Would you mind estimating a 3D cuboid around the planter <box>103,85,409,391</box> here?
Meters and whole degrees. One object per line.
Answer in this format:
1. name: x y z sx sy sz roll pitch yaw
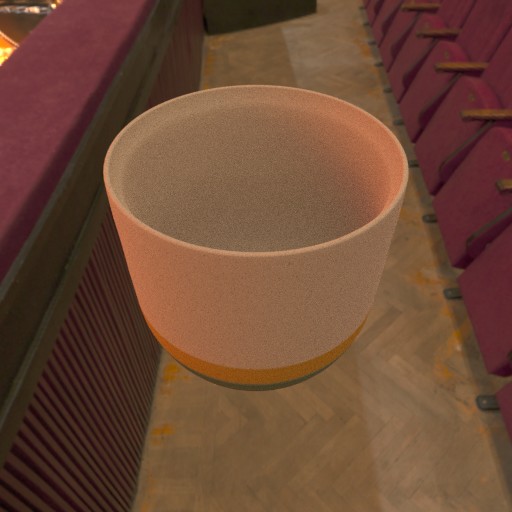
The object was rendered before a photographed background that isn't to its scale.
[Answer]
1. planter: 0.000 0.000 0.491 0.268 0.270 0.268 0 45 0
